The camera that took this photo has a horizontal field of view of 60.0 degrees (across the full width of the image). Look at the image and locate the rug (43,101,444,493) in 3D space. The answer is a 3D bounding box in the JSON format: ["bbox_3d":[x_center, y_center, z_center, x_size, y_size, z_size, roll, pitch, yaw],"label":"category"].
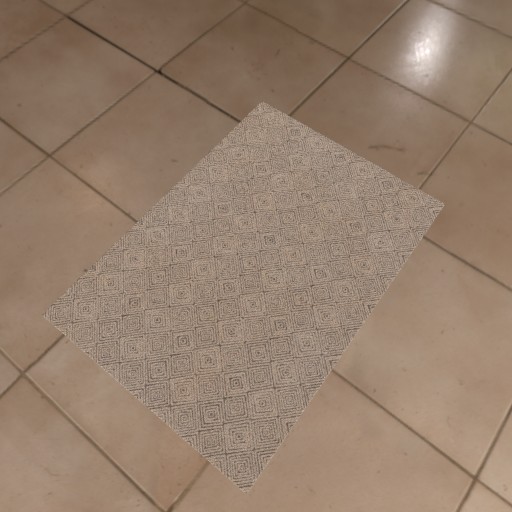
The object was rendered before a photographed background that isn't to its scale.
[{"bbox_3d":[0.000,0.000,2.900,1.593,0.008,2.238,34,68,16],"label":"rug"}]
